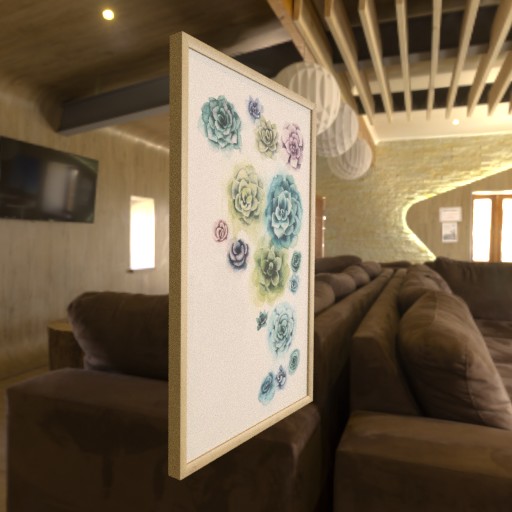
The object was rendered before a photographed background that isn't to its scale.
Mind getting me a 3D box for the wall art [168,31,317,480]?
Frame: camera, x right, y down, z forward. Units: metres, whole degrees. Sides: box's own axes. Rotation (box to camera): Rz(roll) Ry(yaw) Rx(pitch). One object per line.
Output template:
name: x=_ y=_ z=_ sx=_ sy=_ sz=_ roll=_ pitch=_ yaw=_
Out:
wall art: x=0.000 y=0.000 z=1.013 sx=0.039 sy=0.810 sz=0.510 roll=1 pitch=2 yaw=36
